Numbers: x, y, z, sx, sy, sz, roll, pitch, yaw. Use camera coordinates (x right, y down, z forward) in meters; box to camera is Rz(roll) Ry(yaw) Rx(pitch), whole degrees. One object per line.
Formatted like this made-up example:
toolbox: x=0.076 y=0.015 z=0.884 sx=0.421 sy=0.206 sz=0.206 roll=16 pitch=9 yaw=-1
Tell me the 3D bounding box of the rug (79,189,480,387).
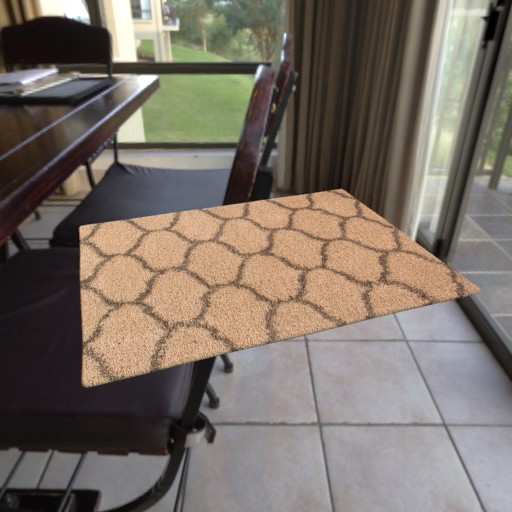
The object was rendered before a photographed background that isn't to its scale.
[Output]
rug: x=0.000 y=0.000 z=2.131 sx=1.600 sy=0.025 sz=1.200 roll=-10 pitch=32 yaw=-17
